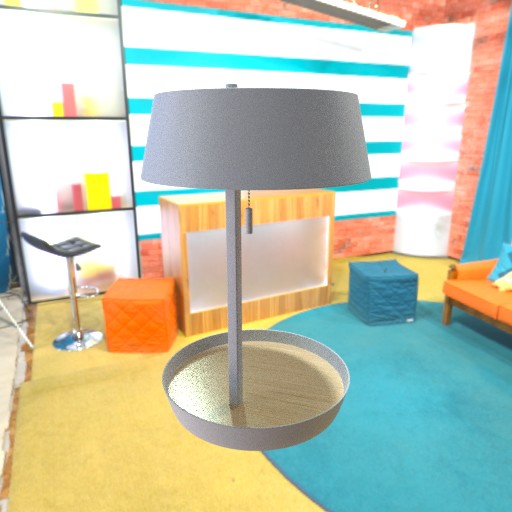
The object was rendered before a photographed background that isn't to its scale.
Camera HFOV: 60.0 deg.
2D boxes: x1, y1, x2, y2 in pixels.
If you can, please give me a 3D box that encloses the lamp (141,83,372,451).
[{"bbox_3d":[0.000,0.000,0.605,0.291,0.429,0.291,0,16,0],"label":"lamp"}]
